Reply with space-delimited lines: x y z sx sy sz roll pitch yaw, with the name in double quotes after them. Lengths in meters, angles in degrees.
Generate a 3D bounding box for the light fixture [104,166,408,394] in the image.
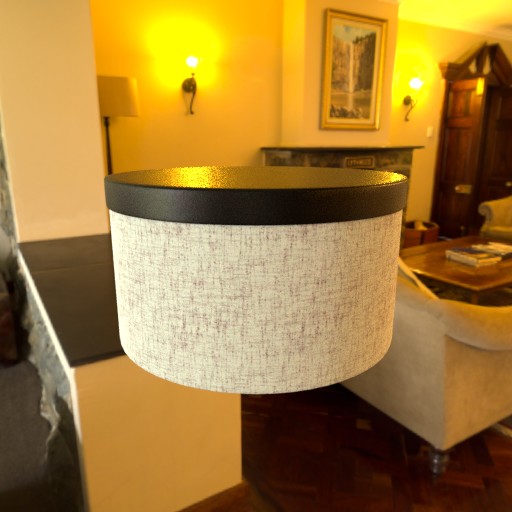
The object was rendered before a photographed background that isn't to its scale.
0.000 0.000 0.626 0.389 0.229 0.389 0 15 0 "light fixture"
